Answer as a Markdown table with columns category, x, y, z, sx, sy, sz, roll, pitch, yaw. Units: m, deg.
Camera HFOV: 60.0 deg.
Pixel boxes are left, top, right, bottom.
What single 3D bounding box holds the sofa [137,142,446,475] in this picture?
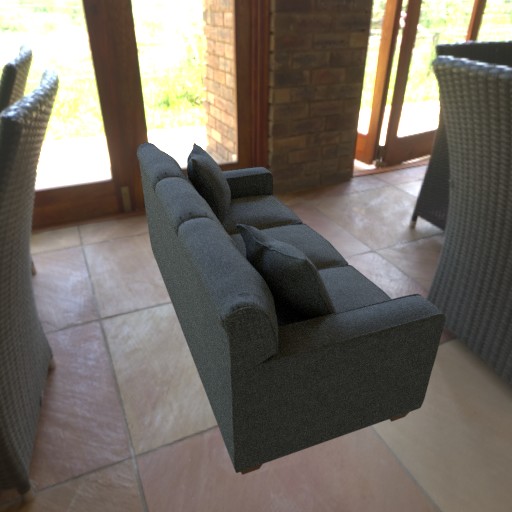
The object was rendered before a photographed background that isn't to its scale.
| category | x | y | z | sx | sy | sz | roll | pitch | yaw |
| --- | --- | --- | --- | --- | --- | --- | --- | --- | --- |
| sofa | 0.000 | 0.000 | 2.576 | 0.997 | 0.958 | 2.024 | -11 | 32 | -18 |
